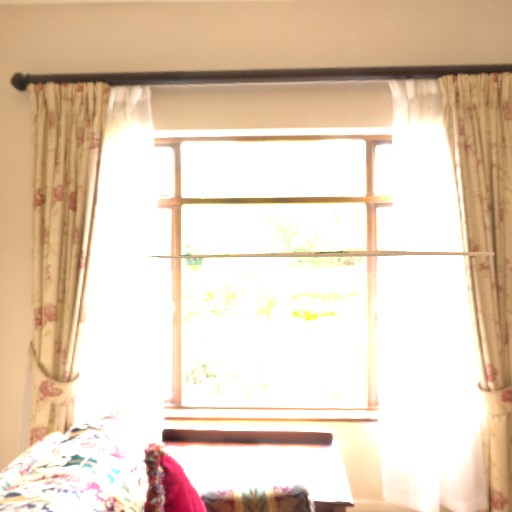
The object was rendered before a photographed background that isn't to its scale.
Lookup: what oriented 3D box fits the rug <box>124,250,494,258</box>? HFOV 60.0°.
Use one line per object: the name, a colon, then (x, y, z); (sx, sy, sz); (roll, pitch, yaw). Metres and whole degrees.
rug: (0.000, 0.000, 2.666); (0.768, 0.012, 2.438); (0, -1, -36)
